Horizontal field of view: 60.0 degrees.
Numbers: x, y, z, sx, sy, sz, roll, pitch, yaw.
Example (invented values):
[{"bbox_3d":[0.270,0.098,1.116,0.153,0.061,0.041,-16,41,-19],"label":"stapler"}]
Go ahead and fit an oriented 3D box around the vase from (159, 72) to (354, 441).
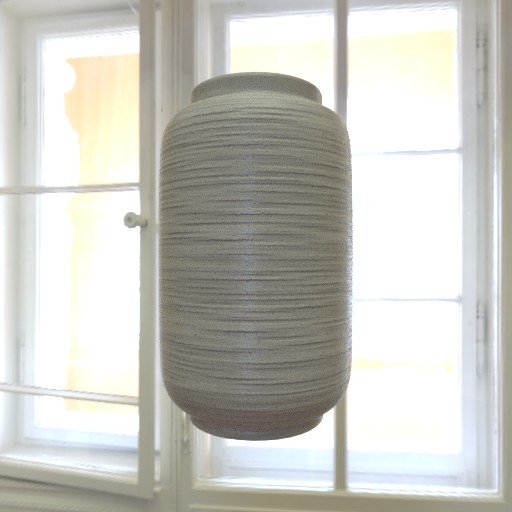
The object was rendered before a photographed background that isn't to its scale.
[{"bbox_3d":[0.000,0.000,0.469,0.202,0.335,0.202,0,1,0],"label":"vase"}]
